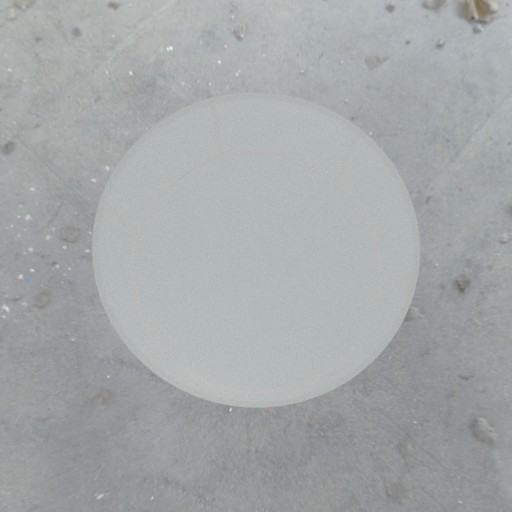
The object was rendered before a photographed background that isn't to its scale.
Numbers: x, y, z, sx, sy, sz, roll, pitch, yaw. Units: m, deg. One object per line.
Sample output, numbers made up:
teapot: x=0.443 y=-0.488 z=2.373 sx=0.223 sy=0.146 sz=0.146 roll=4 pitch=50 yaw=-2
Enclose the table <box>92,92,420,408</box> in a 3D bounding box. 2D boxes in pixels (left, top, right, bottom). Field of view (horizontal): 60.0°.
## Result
table: x=0.000 y=0.000 z=1.463 sx=0.914 sy=0.470 sz=0.914 roll=0 pitch=76 yaw=0
